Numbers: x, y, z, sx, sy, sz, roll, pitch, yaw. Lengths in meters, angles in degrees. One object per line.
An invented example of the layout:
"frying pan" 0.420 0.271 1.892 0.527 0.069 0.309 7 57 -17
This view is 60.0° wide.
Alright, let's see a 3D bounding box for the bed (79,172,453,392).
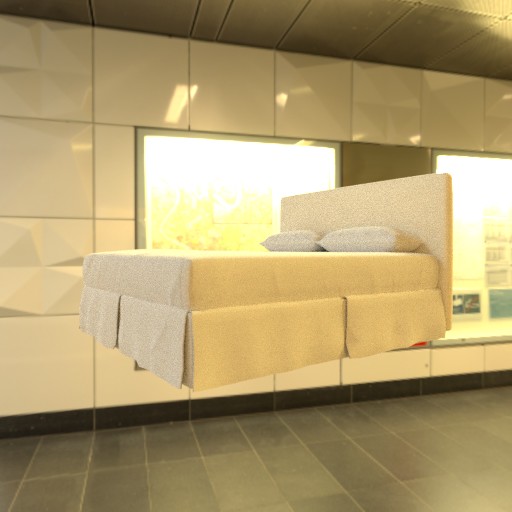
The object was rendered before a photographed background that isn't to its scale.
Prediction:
"bed" 0.000 0.000 3.607 2.341 1.317 2.119 -1 1 -36
